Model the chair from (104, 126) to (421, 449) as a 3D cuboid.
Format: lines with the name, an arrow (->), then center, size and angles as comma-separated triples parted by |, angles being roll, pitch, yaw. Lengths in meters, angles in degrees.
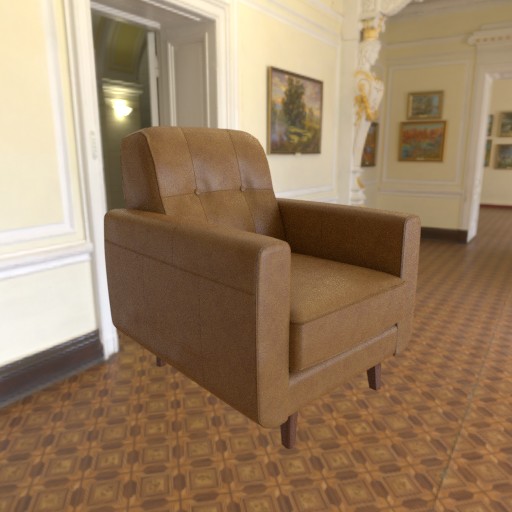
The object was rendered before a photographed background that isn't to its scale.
chair -> 0.000, 0.000, 1.683 | 0.845, 0.968, 0.942 | -12, 18, -42
